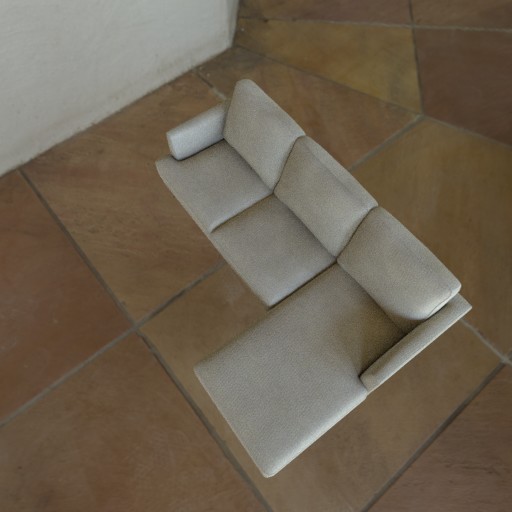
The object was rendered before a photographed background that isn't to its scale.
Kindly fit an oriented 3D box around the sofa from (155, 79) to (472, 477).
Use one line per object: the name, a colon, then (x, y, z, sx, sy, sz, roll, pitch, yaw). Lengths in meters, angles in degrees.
sofa: (0.000, 0.000, 2.971, 1.504, 0.956, 2.233, -33, 68, -16)
